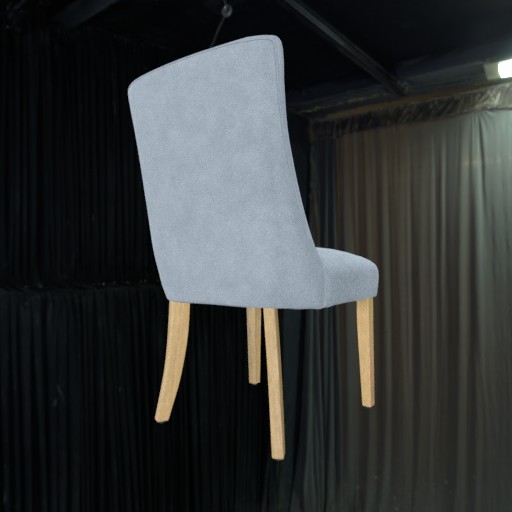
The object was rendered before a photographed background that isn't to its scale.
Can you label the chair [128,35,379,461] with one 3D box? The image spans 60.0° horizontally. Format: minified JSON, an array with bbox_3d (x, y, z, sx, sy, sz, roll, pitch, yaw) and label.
[{"bbox_3d":[0.000,0.000,1.231,0.495,0.902,0.610,-1,-1,36],"label":"chair"}]
